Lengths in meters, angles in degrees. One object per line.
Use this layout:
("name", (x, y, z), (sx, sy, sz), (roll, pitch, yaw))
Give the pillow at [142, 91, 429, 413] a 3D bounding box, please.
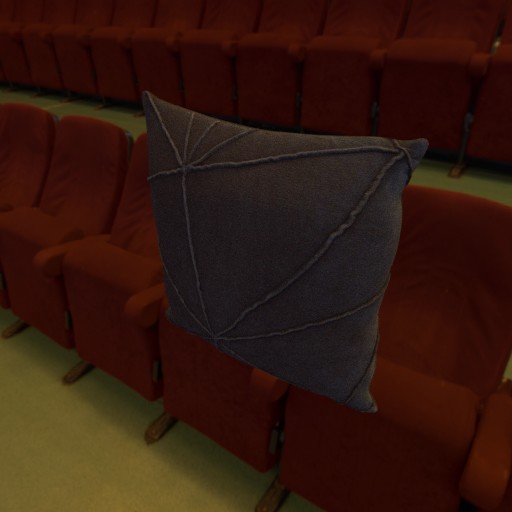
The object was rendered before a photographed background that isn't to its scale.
("pillow", (0.000, 0.000, 0.677), (0.439, 0.440, 0.183), (19, 35, 29))
